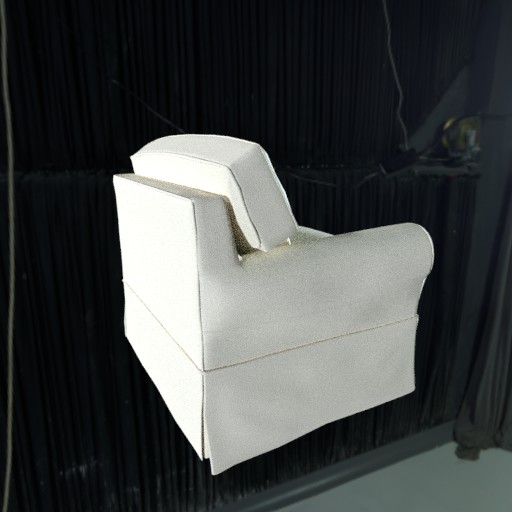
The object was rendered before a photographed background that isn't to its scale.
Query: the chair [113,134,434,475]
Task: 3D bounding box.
[{"bbox_3d":[0.000,0.000,1.817,0.904,0.958,1.099,-8,17,-28],"label":"chair"}]
